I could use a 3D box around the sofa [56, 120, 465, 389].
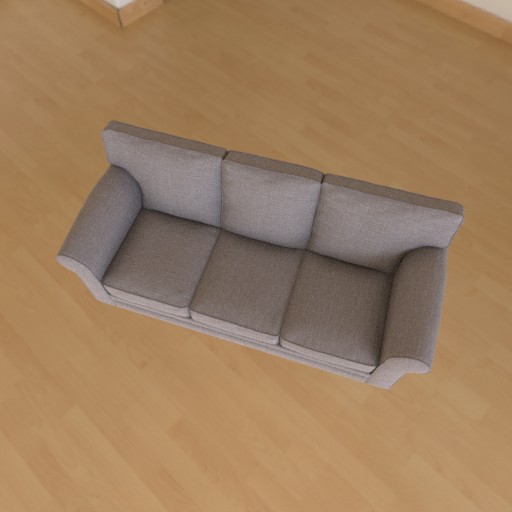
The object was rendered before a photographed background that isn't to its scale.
[{"bbox_3d":[0.000,0.000,2.629,2.084,0.961,0.916,15,61,9],"label":"sofa"}]
